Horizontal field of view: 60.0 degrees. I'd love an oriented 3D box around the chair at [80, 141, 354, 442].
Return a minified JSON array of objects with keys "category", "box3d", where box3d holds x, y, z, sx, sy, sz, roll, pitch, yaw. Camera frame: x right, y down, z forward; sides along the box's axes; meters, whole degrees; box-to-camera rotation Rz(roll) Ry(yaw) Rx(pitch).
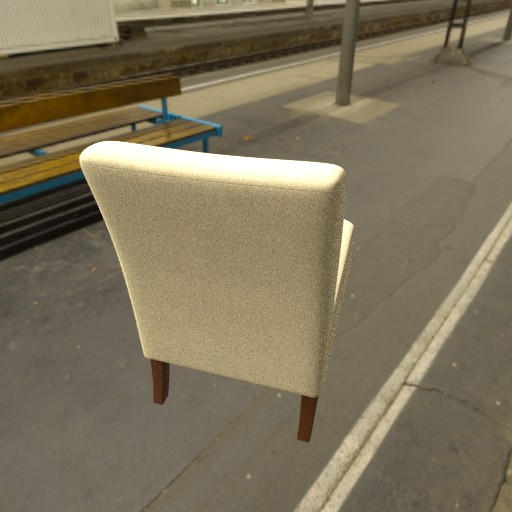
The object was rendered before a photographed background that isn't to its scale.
[{"category":"chair","box3d":[0.000,0.000,1.310,0.521,0.833,0.754,9,33,14]}]
